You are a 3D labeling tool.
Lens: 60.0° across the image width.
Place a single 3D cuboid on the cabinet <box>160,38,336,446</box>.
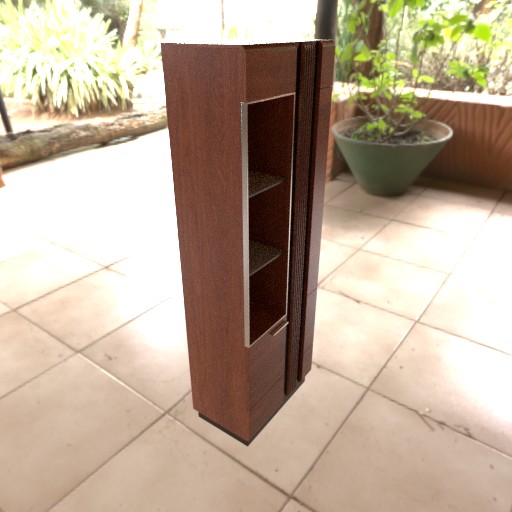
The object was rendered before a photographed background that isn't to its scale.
[{"bbox_3d":[0.000,0.000,2.267,0.420,1.980,0.660,18,33,31],"label":"cabinet"}]
